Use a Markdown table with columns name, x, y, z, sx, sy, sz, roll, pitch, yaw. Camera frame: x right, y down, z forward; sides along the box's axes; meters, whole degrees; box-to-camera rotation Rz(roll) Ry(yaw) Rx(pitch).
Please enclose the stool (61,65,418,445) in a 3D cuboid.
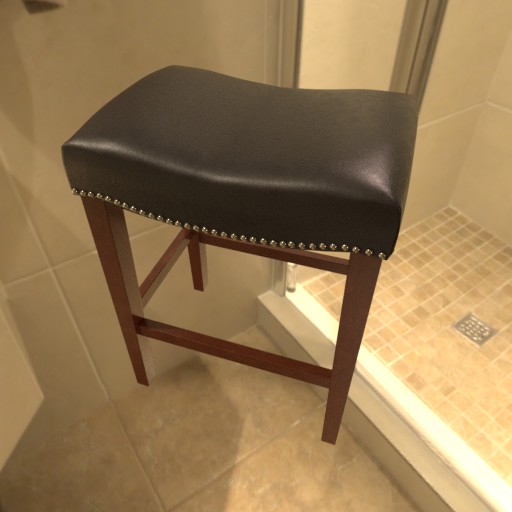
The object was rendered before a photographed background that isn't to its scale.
| name | x | y | z | sx | sy | sz | roll | pitch | yaw |
| --- | --- | --- | --- | --- | --- | --- | --- | --- | --- |
| stool | 0.000 | 0.000 | 0.918 | 0.504 | 0.654 | 0.372 | 13 | 44 | 14 |
